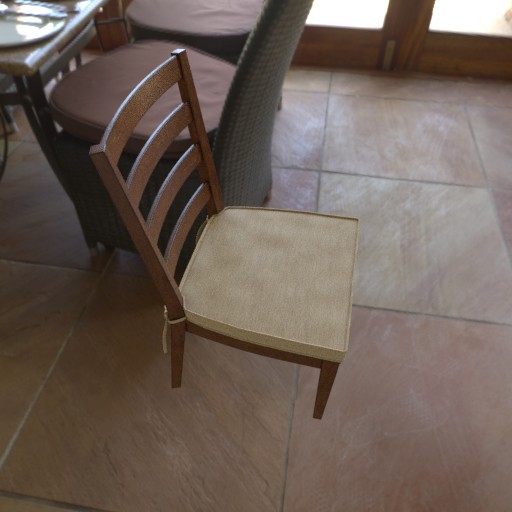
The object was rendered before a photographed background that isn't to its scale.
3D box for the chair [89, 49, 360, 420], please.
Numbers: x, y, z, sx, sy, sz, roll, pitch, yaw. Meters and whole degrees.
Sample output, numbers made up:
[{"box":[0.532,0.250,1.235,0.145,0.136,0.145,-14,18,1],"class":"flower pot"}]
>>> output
[{"box":[0.000,0.000,1.331,0.595,0.979,0.593,9,48,9],"class":"chair"}]
